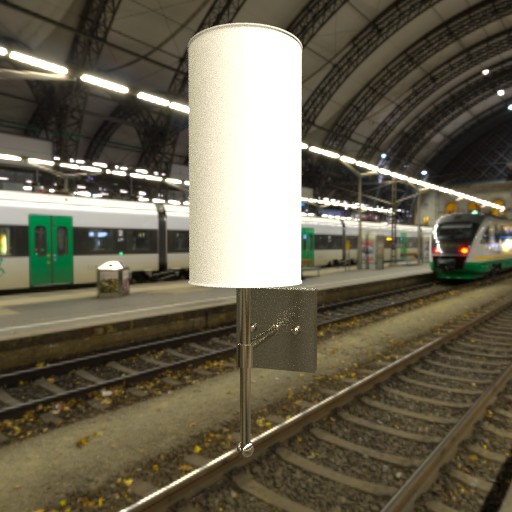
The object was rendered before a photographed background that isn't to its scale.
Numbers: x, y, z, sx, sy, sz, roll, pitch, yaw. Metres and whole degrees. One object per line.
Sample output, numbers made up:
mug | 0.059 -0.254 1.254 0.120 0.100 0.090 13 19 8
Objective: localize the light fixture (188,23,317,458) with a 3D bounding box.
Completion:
light fixture | 0.000 0.000 0.542 0.128 0.462 0.208 0 2 18
